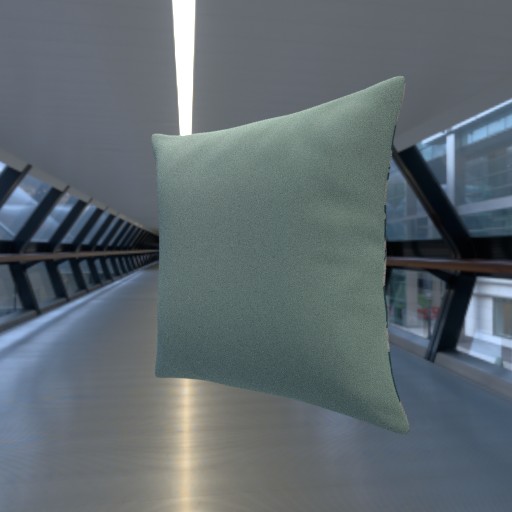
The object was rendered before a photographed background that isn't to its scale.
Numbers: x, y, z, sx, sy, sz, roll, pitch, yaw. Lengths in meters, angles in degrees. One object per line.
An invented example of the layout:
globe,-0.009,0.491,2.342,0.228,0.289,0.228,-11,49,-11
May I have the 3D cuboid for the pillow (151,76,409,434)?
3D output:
pillow,0.000,0.000,0.777,0.525,0.508,0.166,0,0,36
